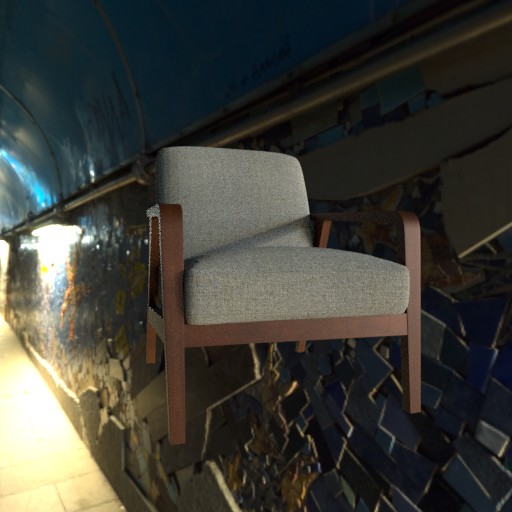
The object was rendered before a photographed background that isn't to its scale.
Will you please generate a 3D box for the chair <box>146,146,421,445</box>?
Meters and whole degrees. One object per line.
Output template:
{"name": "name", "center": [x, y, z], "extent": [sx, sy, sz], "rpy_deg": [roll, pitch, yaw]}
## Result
{"name": "chair", "center": [0.000, 0.000, 1.485], "extent": [0.704, 0.847, 0.858], "rpy_deg": [0, 1, -18]}
